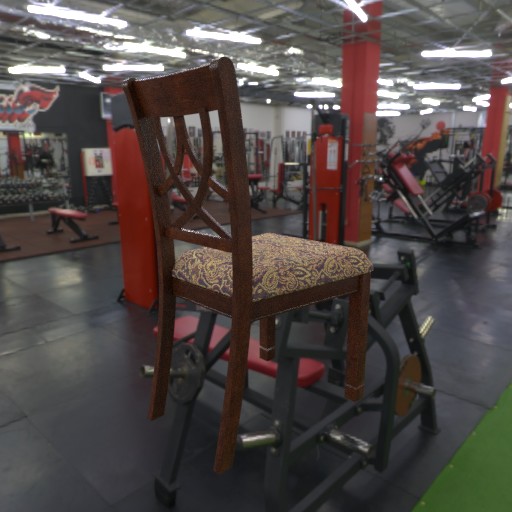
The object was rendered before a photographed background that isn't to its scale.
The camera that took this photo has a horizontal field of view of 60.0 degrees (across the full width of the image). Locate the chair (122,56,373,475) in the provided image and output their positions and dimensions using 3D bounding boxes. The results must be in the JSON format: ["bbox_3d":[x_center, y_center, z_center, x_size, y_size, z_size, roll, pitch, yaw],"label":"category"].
[{"bbox_3d":[0.000,0.000,1.306,0.584,0.965,0.457,-13,18,-43],"label":"chair"}]
